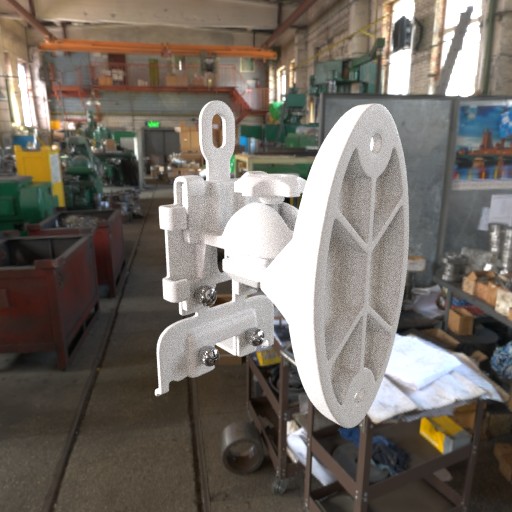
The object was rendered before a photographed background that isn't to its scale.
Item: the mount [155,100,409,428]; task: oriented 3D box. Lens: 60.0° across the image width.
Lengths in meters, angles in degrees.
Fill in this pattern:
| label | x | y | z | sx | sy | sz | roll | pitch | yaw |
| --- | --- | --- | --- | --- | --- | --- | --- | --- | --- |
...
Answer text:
| label | x | y | z | sx | sy | sz | roll | pitch | yaw |
| --- | --- | --- | --- | --- | --- | --- | --- | --- | --- |
| mount | 0.000 | 0.000 | 0.174 | 0.066 | 0.118 | 0.100 | -14 | 20 | -42 |
